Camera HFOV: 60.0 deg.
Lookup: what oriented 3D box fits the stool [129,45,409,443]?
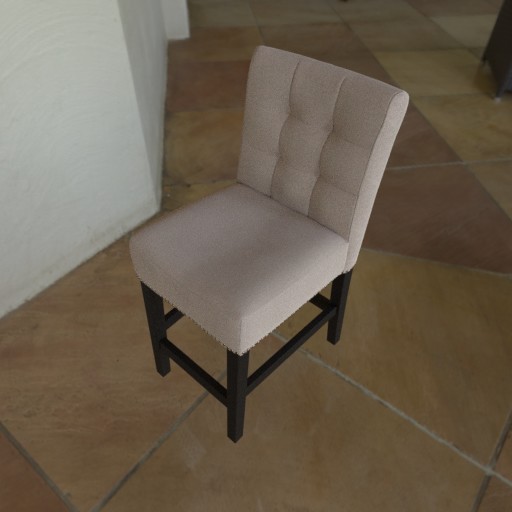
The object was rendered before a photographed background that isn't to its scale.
[{"bbox_3d":[0.000,0.000,1.207,0.427,0.885,0.571,32,53,28],"label":"stool"}]
